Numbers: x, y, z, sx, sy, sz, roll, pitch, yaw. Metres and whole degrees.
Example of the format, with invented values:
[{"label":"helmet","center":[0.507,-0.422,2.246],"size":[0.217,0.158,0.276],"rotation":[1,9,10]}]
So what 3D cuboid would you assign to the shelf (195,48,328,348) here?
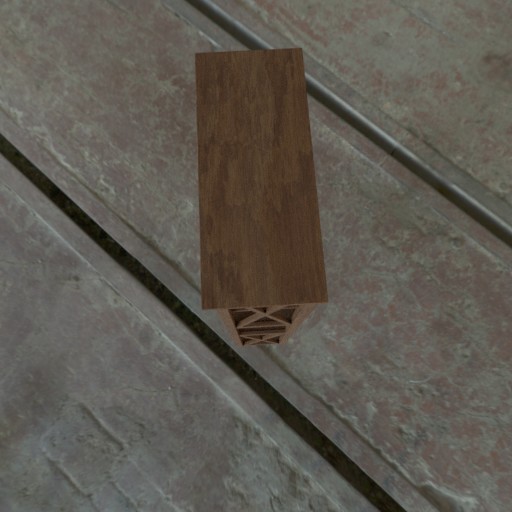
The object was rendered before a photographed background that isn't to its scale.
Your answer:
[{"label":"shelf","center":[0.000,0.000,2.190],"size":[0.335,1.905,0.805],"rotation":[-3,75,-1]}]
